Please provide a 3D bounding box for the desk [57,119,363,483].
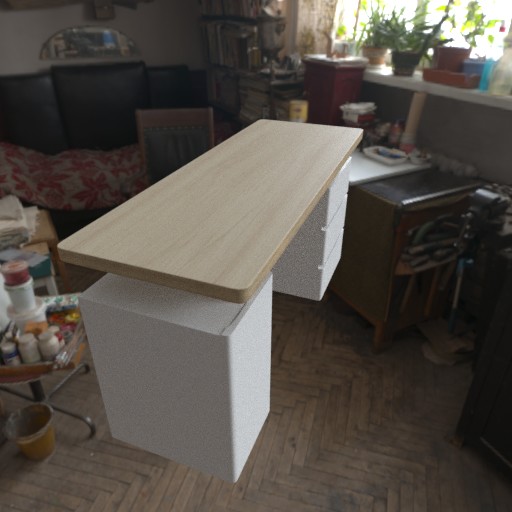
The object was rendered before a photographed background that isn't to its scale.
[{"bbox_3d":[0.000,0.000,1.865,0.550,0.755,1.500,11,32,19],"label":"desk"}]
